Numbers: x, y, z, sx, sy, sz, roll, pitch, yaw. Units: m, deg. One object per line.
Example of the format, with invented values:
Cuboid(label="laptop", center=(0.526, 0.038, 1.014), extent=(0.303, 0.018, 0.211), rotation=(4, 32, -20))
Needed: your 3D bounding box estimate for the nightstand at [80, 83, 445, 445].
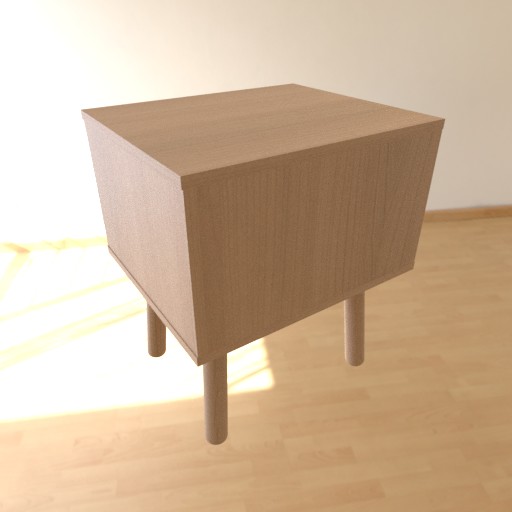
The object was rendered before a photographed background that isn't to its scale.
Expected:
Cuboid(label="nightstand", center=(0.000, 0.000, 0.847), extent=(0.450, 0.530, 0.380), rotation=(-19, 35, -29))
